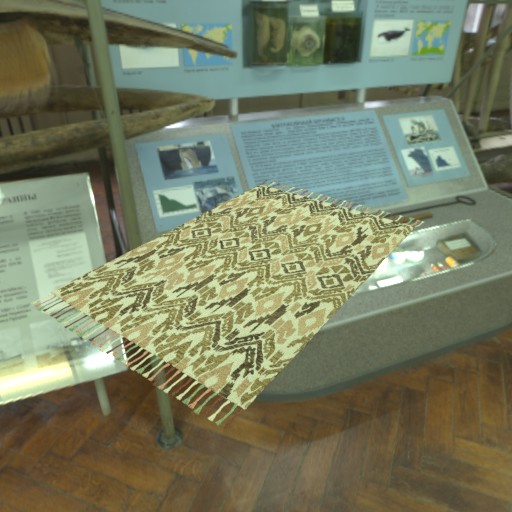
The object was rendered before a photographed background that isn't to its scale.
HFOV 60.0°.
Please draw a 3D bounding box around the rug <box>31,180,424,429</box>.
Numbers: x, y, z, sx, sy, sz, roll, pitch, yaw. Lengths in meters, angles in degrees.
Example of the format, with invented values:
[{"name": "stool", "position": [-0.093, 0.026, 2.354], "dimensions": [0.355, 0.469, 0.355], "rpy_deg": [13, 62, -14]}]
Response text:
[{"name": "rug", "position": [0.000, 0.000, 3.039], "dimensions": [1.524, 0.008, 2.438], "rpy_deg": [21, 36, 31]}]
